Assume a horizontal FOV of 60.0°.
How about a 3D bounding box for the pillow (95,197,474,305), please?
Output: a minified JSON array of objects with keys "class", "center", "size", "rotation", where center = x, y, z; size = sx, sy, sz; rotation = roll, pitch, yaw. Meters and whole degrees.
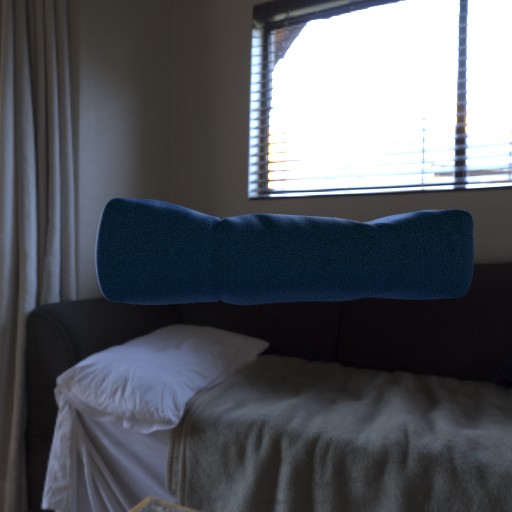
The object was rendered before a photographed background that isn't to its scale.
[{"class":"pillow","center":[0.000,0.000,0.724],"size":[0.490,0.128,0.468],"rotation":[0,0,-19]}]
